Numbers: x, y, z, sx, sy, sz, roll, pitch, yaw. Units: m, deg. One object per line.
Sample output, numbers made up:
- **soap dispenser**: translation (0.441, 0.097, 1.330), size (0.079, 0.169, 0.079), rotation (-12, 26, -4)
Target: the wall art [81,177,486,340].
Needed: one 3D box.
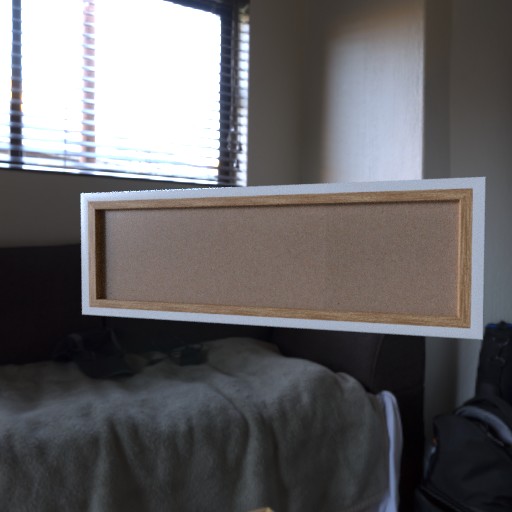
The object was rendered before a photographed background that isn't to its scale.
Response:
- **wall art**: translation (0.000, 0.000, 0.831), size (0.766, 0.256, 0.036), rotation (1, 2, 18)
